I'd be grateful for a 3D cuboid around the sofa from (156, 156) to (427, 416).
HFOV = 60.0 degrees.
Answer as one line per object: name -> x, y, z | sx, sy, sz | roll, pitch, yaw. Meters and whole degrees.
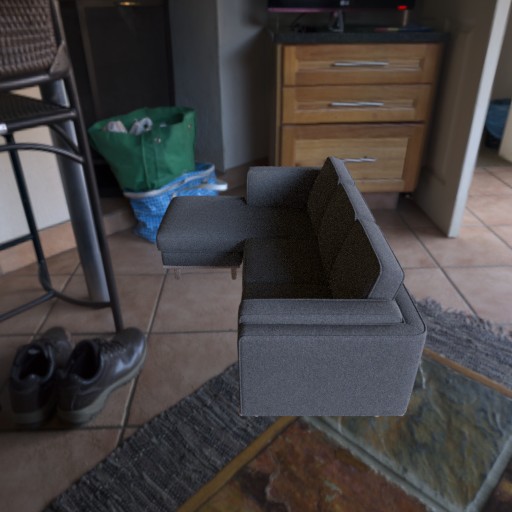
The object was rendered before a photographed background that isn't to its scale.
sofa -> 0.000, 0.000, 3.171 | 1.604, 0.929, 2.411 | 0, 29, 0
